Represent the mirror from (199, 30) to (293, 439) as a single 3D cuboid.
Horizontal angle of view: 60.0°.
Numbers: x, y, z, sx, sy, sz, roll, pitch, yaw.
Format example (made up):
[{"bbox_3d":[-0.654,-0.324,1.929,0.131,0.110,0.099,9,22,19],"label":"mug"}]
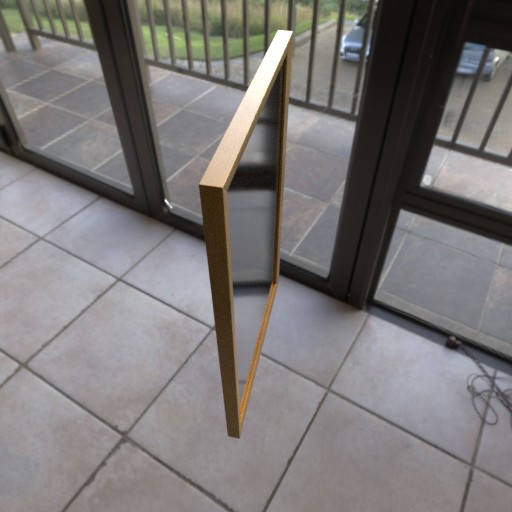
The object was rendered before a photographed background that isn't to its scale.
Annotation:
[{"bbox_3d":[0.000,0.000,1.169,0.040,0.915,0.609,9,47,9],"label":"mirror"}]
